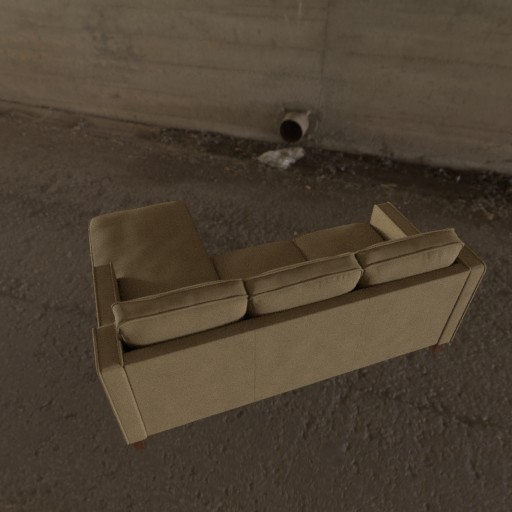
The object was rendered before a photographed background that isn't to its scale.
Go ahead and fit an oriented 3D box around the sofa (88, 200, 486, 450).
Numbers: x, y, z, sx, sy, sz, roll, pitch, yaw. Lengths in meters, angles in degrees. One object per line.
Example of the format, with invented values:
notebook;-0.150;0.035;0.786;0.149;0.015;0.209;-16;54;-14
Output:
sofa;0.000;0.000;3.270;2.317;1.066;1.858;-13;43;-14
